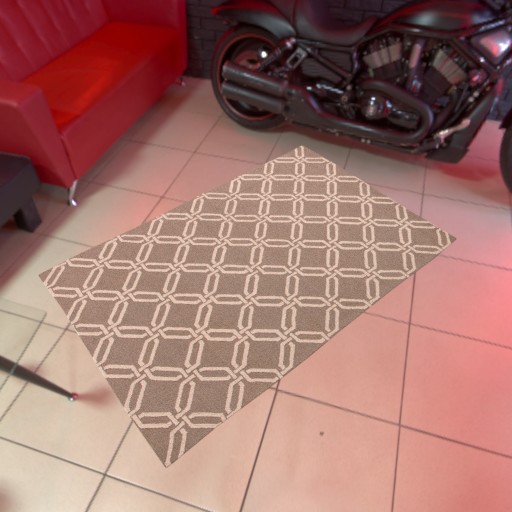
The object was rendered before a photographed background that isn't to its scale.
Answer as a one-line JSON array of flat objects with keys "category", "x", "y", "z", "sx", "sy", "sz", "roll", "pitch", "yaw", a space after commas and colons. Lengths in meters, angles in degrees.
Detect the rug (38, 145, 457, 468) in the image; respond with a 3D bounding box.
[{"category": "rug", "x": 0.000, "y": 0.000, "z": 2.177, "sx": 1.748, "sy": 0.010, "sz": 1.142, "roll": -31, "pitch": 54, "yaw": -26}]
